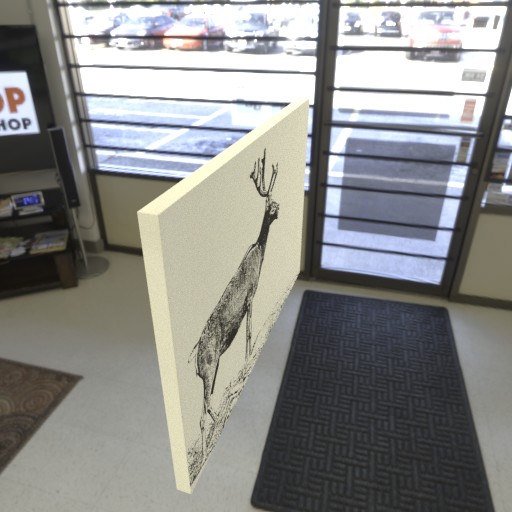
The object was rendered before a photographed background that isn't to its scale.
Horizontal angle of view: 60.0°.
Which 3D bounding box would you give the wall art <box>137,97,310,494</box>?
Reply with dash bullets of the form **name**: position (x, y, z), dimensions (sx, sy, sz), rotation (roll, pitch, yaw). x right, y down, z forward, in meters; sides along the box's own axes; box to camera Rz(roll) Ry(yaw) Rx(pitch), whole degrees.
- **wall art**: position (0.000, 0.000, 1.122), dimensions (0.033, 0.617, 0.906), rotation (10, 31, 16)
